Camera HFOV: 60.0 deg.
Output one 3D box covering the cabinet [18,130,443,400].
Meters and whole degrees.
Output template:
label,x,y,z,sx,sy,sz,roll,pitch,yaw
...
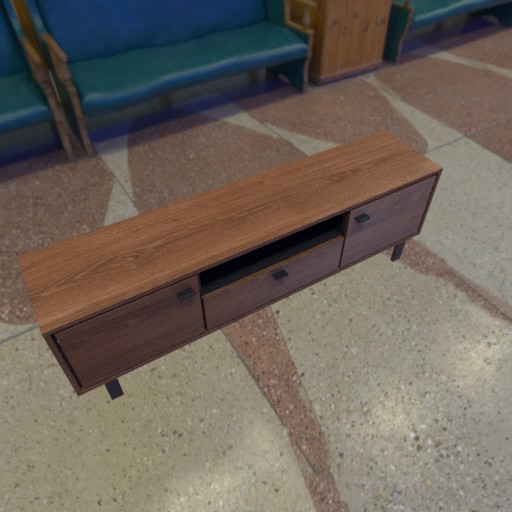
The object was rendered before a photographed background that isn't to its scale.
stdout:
label,x,y,z,sx,sy,sz,roll,pitch,yaw
cabinet,0.000,0.000,1.861,1.650,0.500,0.400,-23,50,-21
